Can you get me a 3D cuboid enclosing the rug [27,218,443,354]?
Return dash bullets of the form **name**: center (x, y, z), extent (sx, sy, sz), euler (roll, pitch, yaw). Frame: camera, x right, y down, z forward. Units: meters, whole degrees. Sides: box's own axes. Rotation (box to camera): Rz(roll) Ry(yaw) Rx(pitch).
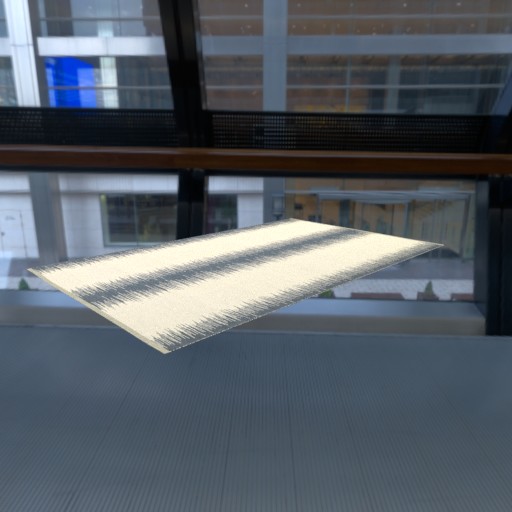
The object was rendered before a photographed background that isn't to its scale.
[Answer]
- **rug**: center (0.000, 0.000, 3.008), extent (2.453, 0.003, 1.519), euler (-14, 21, -42)
